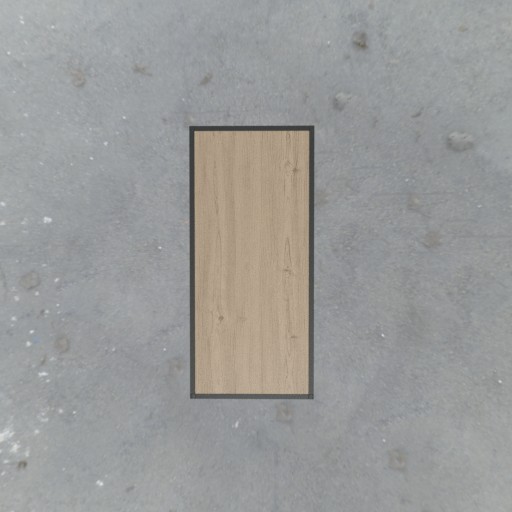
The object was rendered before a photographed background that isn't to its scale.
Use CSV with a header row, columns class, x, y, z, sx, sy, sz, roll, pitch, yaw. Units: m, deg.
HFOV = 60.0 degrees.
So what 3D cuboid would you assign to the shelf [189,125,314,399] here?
class,x,y,z,sx,sy,sz,roll,pitch,yaw
shelf,0.000,0.000,2.171,0.350,1.850,0.770,0,91,1
